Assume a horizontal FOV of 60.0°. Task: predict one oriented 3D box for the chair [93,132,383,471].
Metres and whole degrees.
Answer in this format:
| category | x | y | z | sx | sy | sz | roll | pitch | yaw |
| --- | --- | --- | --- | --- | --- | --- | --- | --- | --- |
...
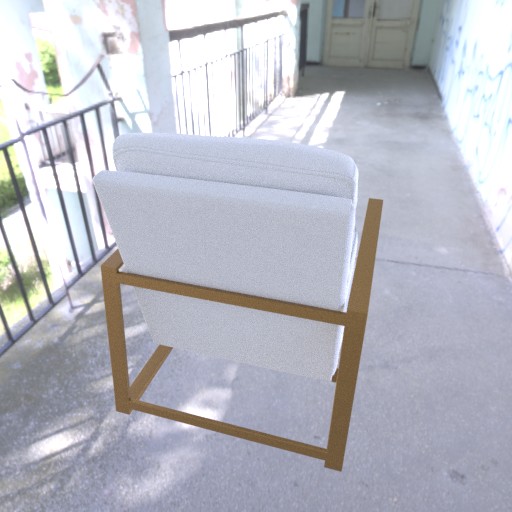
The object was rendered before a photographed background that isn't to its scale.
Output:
| category | x | y | z | sx | sy | sz | roll | pitch | yaw |
| --- | --- | --- | --- | --- | --- | --- | --- | --- | --- |
| chair | 0.000 | 0.000 | 1.561 | 0.805 | 0.966 | 0.813 | 9 | 33 | 14 |
